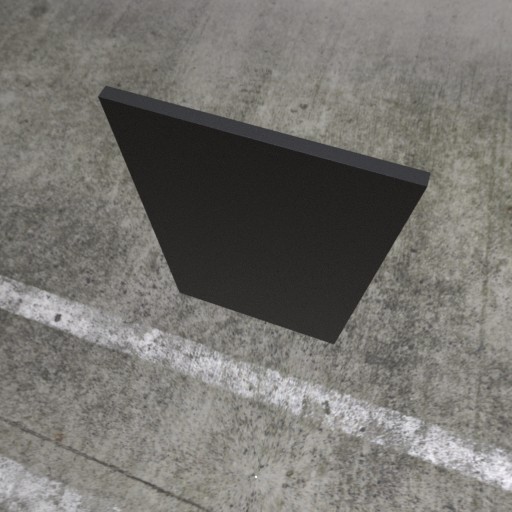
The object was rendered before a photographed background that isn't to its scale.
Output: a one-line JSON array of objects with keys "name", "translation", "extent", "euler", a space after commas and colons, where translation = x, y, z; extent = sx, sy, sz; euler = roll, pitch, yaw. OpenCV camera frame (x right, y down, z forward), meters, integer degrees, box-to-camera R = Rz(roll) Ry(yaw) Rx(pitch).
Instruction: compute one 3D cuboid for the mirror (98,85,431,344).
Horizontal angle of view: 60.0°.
[{"name": "mirror", "translation": [0.000, 0.000, 1.522], "extent": [0.762, 1.219, 0.038], "euler": [17, 65, 8]}]
